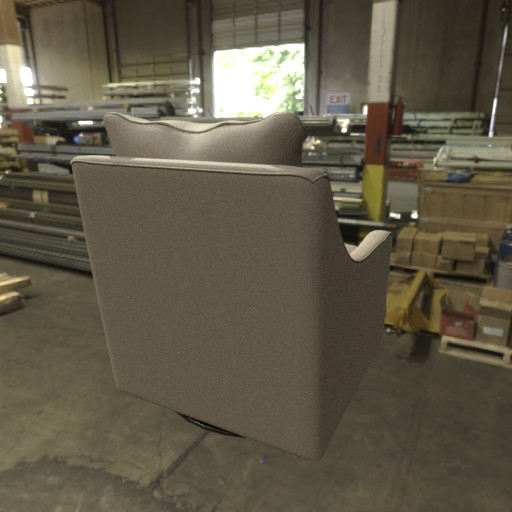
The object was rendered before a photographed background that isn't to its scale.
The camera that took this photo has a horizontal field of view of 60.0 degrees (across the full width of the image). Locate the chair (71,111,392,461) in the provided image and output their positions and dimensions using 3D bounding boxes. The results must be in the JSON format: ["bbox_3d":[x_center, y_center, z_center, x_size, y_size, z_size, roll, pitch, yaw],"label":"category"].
[{"bbox_3d":[0.000,0.000,1.533,0.760,0.942,0.876,9,20,26],"label":"chair"}]
